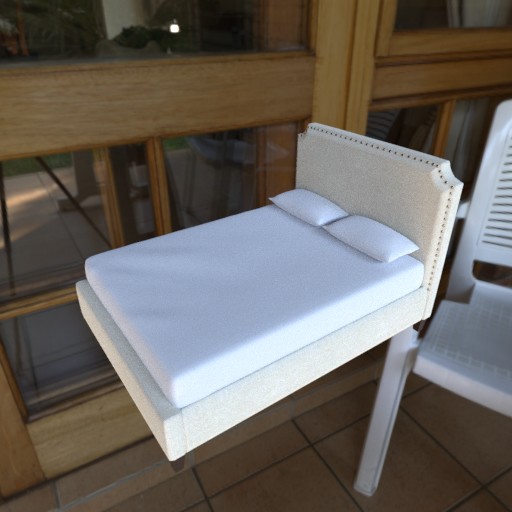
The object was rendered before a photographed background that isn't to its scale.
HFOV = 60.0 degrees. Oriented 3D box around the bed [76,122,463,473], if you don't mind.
[{"bbox_3d":[0.000,0.000,3.426,2.381,1.457,1.713,-19,35,-30],"label":"bed"}]
